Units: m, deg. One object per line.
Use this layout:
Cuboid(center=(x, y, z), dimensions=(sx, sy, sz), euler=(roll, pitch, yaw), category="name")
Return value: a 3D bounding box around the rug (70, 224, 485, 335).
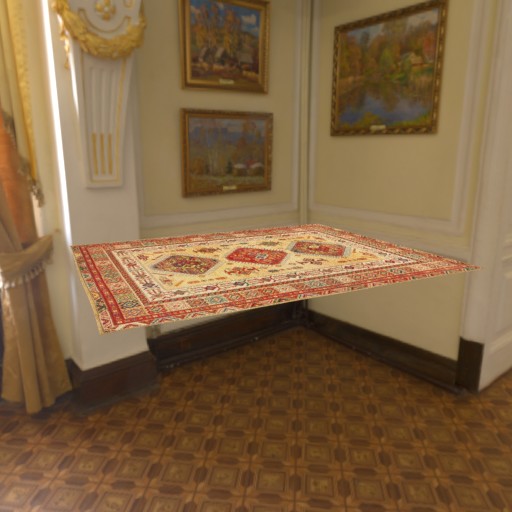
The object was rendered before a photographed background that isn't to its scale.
Cuboid(center=(0.000, 0.000, 4.118), dimensions=(3.067, 0.005, 2.460), euler=(-7, 15, -25), category="rug")
